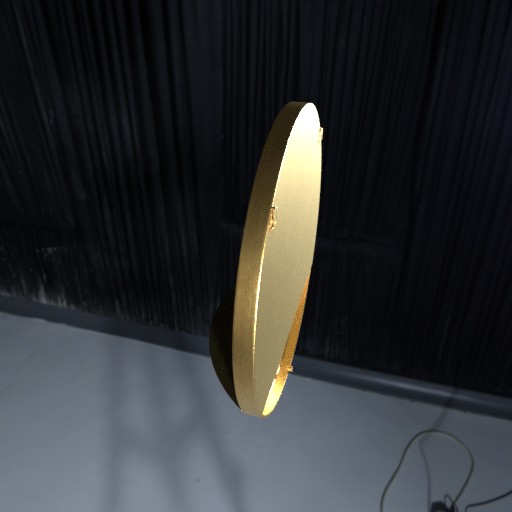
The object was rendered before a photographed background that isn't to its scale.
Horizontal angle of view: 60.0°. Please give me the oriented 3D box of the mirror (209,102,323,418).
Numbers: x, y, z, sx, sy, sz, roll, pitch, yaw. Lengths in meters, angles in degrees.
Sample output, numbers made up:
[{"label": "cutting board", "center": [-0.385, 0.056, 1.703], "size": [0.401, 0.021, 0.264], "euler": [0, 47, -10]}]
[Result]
[{"label": "mirror", "center": [0.000, 0.000, 0.688], "size": [0.133, 0.457, 0.457], "euler": [8, 32, 14]}]
